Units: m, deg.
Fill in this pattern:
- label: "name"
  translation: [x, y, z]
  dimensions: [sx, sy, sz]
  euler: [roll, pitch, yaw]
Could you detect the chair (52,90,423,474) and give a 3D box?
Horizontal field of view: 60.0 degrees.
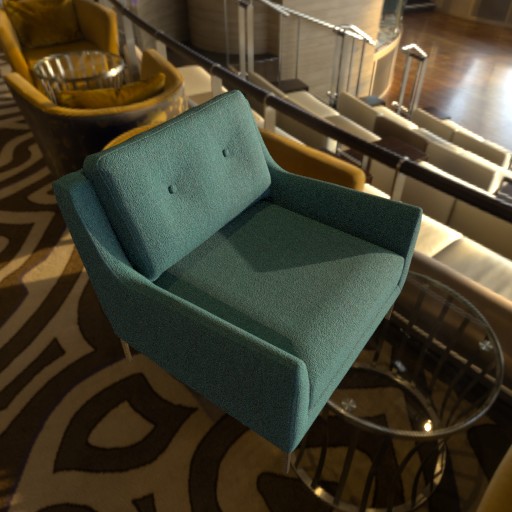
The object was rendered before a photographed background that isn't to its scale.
- label: "chair"
  translation: [0.000, 0.000, 1.527]
  dimensions: [0.849, 0.828, 0.847]
  euler: [25, 47, 27]
